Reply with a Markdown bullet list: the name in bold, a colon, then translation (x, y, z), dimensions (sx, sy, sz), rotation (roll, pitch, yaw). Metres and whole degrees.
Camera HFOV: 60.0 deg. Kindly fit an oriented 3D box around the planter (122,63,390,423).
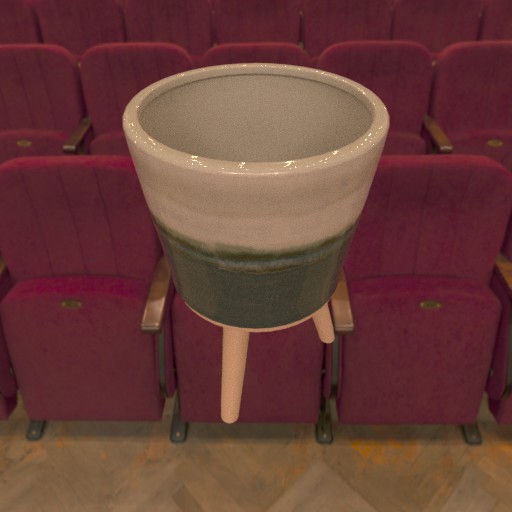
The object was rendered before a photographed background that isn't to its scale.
- **planter**: translation (0.000, 0.000, 0.473), dimensions (0.217, 0.331, 0.217), rotation (1, 41, 1)
